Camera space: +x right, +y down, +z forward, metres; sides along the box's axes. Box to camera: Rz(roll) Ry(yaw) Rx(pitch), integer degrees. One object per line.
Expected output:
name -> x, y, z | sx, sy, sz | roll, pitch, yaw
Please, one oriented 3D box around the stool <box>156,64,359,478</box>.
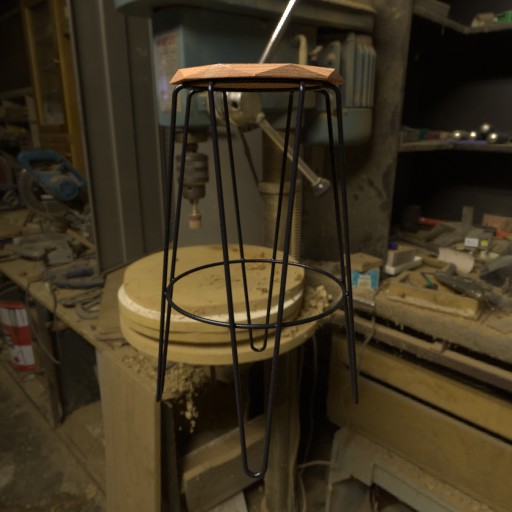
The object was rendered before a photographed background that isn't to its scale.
stool -> 0.000, 0.000, 0.793 | 0.326, 0.610, 0.326 | -16, 23, -41
